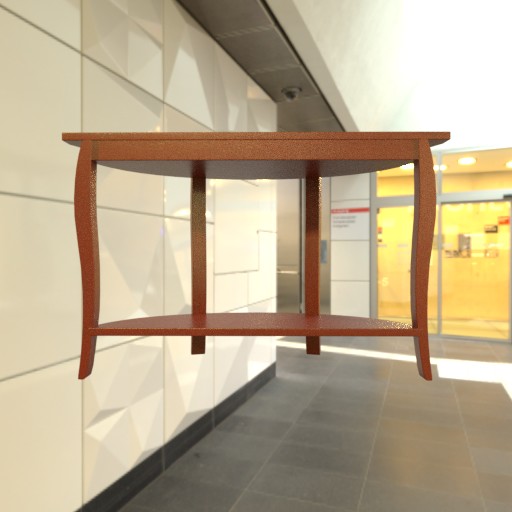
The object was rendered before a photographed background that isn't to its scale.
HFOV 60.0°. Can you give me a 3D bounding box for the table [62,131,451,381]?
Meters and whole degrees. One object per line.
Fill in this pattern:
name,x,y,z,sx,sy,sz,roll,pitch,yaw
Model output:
table,0.000,0.000,1.593,1.219,0.779,0.405,0,0,1
